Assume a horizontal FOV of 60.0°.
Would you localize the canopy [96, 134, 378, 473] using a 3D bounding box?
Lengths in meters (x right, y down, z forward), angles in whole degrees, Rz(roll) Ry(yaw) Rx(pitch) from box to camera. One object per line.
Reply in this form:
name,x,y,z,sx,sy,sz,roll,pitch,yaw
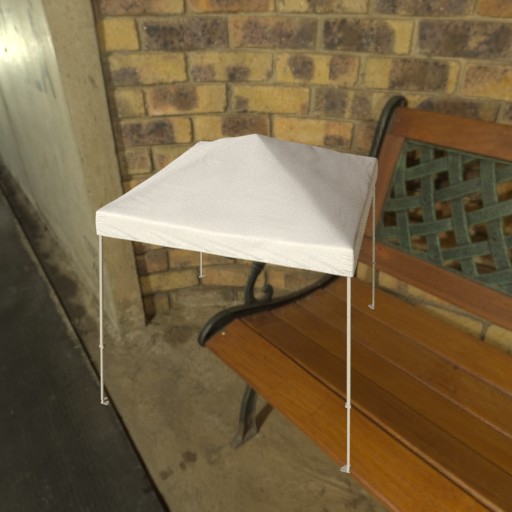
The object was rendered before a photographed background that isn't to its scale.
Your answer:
canopy,0.000,0.000,6.539,3.599,3.600,3.600,9,32,15
